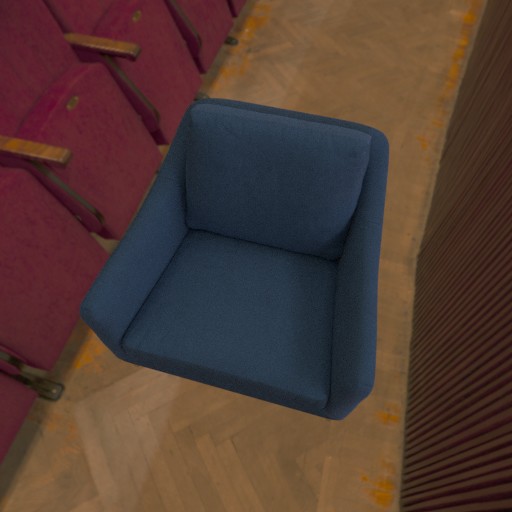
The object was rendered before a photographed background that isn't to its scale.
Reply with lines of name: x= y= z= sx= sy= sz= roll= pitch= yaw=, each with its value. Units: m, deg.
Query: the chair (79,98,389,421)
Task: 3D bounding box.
chair: x=0.000 y=0.000 z=1.756 sx=0.987 sy=0.899 sz=0.961 roll=13 pitch=58 yaw=8
